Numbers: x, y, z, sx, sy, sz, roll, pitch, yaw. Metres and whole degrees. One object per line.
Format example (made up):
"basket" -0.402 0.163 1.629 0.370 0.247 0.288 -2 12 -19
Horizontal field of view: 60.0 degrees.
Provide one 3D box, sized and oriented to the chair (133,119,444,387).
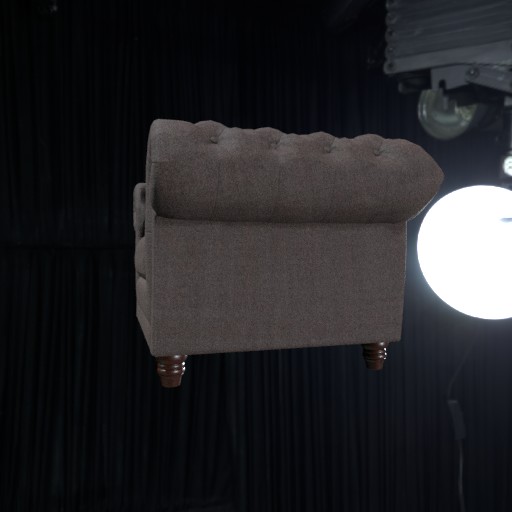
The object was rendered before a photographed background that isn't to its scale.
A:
"chair" 0.000 0.000 1.837 0.945 0.780 1.298 0 -1 -18
